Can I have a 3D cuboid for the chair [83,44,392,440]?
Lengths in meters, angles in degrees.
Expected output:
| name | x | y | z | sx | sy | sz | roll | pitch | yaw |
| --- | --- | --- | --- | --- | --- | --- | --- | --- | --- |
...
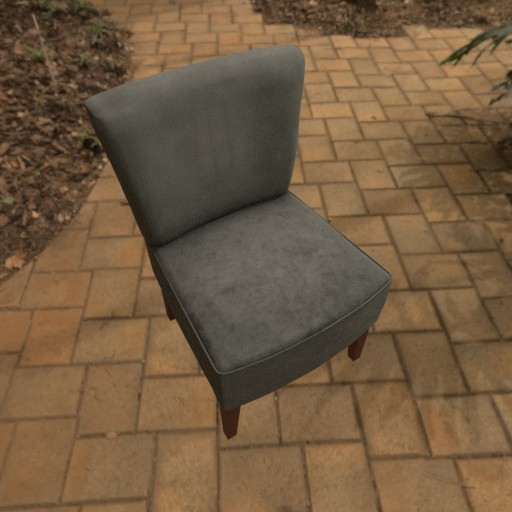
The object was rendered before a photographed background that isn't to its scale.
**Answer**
| name | x | y | z | sx | sy | sz | roll | pitch | yaw |
| --- | --- | --- | --- | --- | --- | --- | --- | --- | --- |
| chair | 0.000 | 0.000 | 1.141 | 0.521 | 0.806 | 0.554 | -25 | 52 | -21 |
